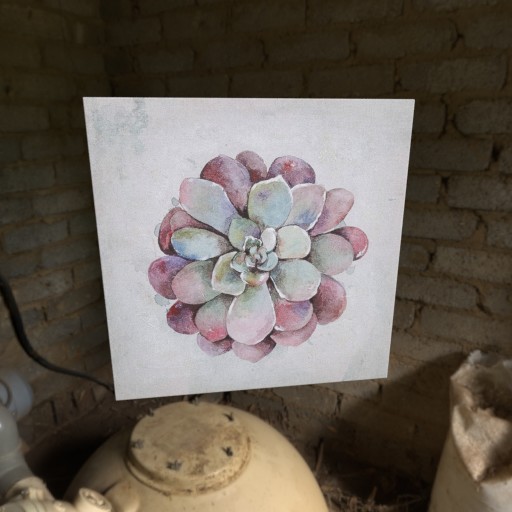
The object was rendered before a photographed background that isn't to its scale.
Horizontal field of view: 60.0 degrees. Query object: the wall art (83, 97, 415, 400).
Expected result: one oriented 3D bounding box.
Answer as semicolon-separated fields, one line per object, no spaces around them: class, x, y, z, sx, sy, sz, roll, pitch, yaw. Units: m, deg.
wall art;0.000;0.000;1.138;0.762;0.762;0.041;-2;17;-8
